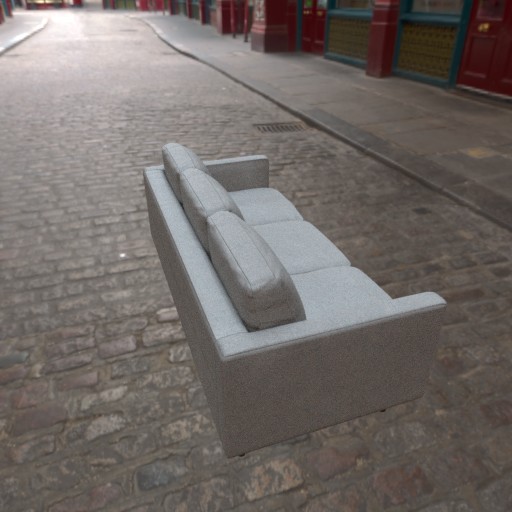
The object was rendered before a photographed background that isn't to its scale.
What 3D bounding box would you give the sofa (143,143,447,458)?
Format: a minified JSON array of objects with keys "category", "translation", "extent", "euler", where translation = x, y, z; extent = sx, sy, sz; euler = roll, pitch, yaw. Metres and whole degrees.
[{"category":"sofa","translation":[0.000,0.000,2.482],"extent":[0.944,0.918,1.983],"euler":[-10,31,-17]}]
